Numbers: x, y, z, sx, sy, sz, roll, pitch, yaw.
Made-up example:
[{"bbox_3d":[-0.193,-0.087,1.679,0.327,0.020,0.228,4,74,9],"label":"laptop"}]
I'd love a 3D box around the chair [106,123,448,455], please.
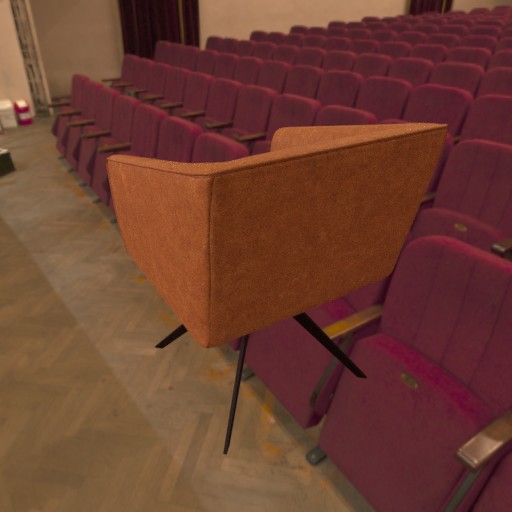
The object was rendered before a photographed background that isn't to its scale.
[{"bbox_3d":[0.000,0.000,1.203,0.588,0.760,0.625,-18,34,-28],"label":"chair"}]
